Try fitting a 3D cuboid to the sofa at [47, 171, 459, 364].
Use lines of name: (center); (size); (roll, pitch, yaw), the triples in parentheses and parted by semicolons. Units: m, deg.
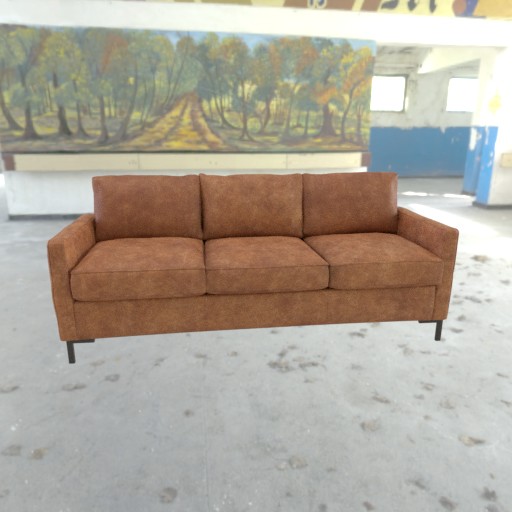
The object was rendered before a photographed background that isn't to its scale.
sofa: (0.000, 0.000, 2.470); (2.029, 0.863, 0.748); (-2, 16, -7)
